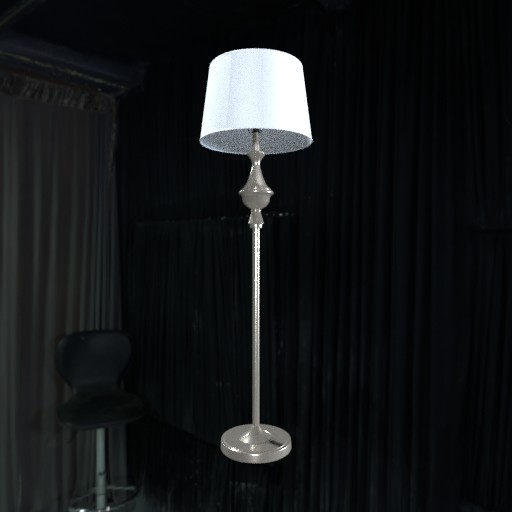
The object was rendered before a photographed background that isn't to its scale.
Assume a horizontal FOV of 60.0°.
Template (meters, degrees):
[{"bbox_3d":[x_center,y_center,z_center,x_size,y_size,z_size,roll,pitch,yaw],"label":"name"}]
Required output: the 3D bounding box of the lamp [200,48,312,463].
[{"bbox_3d":[0.000,0.000,1.715,0.431,1.488,0.431,0,1,0],"label":"lamp"}]
